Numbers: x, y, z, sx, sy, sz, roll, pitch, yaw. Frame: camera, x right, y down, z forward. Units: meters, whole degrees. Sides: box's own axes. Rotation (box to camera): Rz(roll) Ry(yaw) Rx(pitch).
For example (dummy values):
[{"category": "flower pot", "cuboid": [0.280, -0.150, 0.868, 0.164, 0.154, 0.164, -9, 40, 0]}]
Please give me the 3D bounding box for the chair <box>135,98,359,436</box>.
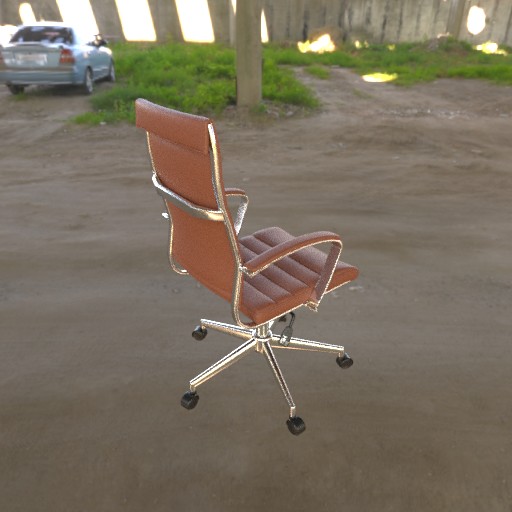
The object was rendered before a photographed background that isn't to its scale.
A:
[{"category": "chair", "cuboid": [0.000, 0.000, 1.692, 0.739, 1.149, 0.766, -19, 33, -32]}]
